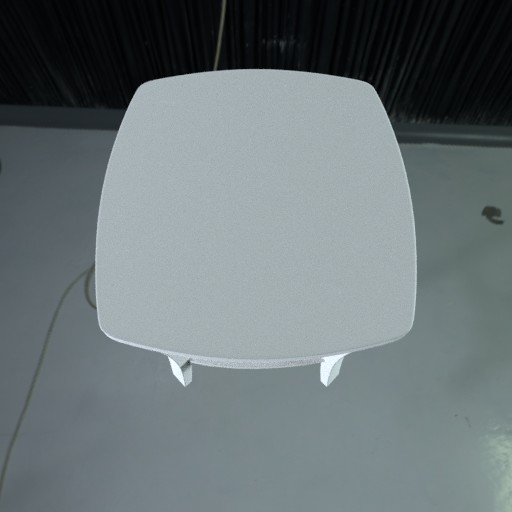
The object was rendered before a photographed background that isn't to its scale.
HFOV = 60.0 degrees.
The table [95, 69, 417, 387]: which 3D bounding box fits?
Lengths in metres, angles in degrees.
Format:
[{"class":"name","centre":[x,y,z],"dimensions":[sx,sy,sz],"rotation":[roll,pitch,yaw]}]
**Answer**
[{"class":"table","centre":[0.000,0.000,0.846],"dimensions":[0.451,0.438,0.502],"rotation":[0,63,0]}]
